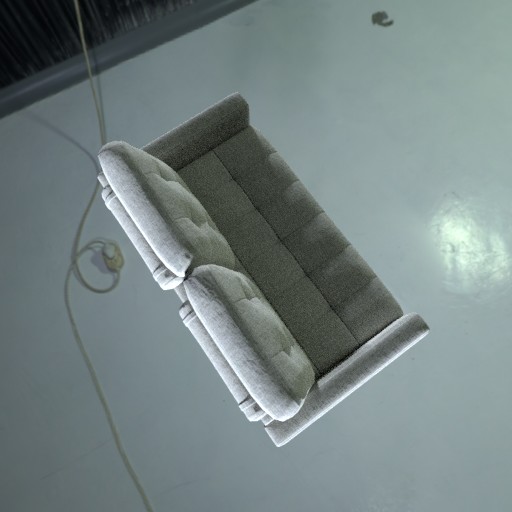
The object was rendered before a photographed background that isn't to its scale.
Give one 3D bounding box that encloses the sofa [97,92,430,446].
[{"bbox_3d":[0.000,0.000,2.016,0.842,0.907,1.407,-34,77,-9],"label":"sofa"}]
